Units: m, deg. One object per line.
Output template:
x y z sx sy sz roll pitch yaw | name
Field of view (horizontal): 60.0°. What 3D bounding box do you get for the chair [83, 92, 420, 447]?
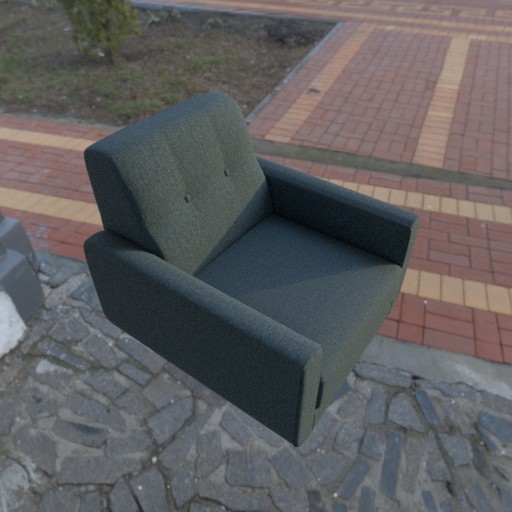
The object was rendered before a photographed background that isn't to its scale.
0.000 0.000 1.713 0.964 0.940 0.880 25 47 26 | chair
